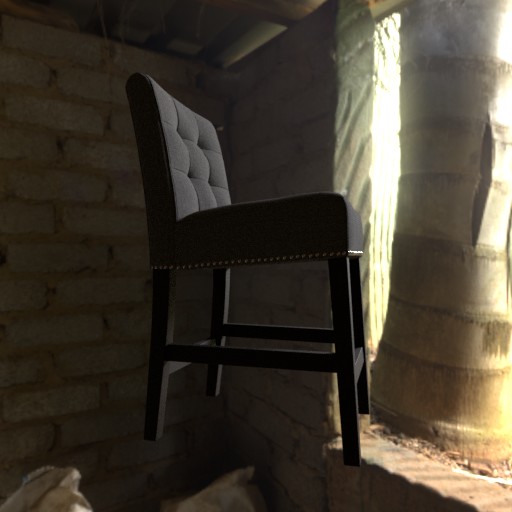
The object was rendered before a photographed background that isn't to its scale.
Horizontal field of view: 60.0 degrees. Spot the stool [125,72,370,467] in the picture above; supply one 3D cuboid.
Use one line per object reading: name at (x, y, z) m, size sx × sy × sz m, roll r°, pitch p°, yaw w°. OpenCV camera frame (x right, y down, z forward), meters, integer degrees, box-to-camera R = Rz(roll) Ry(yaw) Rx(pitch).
stool at (0.000, 0.000, 1.183) m, size 0.571 × 0.885 × 0.427 m, roll 0°, pitch 0°, yaw 18°
